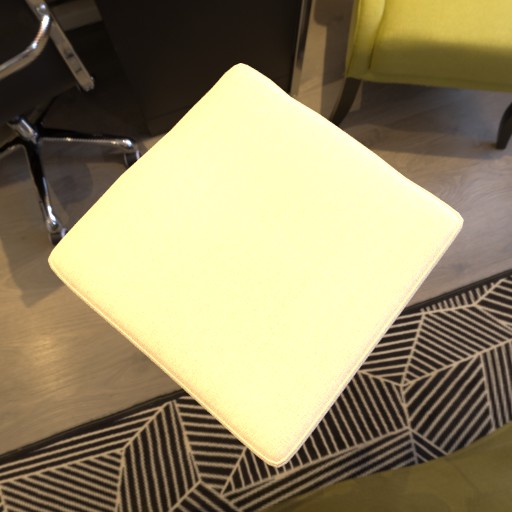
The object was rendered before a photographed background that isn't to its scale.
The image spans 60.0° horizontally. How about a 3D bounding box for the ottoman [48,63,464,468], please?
[{"bbox_3d":[0.000,0.000,1.370,0.838,0.478,0.838,39,78,10],"label":"ottoman"}]
